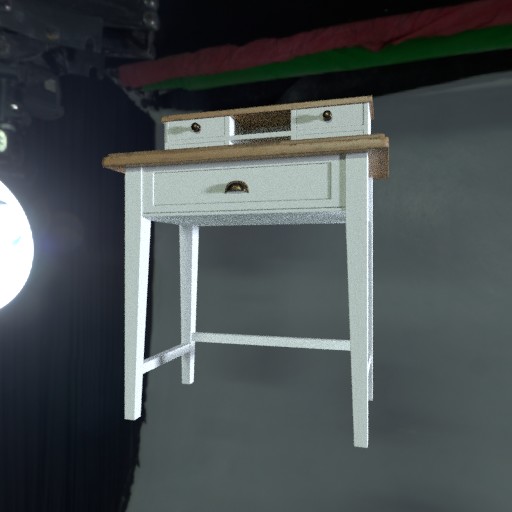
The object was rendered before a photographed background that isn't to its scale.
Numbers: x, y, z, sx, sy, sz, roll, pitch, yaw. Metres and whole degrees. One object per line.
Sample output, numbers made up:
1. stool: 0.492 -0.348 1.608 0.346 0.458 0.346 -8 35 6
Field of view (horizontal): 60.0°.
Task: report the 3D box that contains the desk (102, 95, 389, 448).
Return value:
1. desk: 0.000 0.000 1.420 0.814 0.981 0.462 0 0 16
